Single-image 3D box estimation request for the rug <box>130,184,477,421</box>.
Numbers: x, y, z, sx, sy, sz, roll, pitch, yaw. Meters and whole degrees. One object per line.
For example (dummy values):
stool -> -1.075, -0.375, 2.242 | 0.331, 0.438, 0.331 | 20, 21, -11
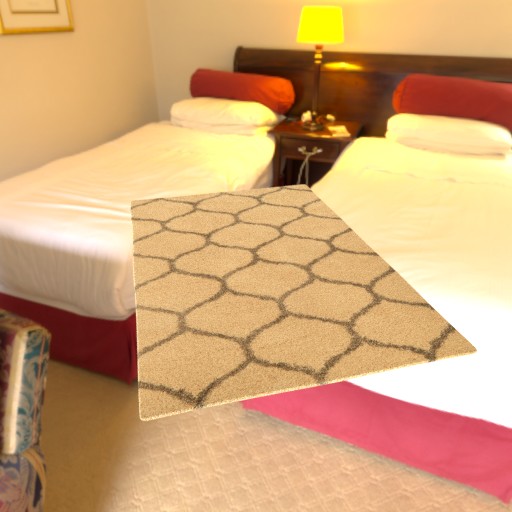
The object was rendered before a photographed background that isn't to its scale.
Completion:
rug -> 0.000, 0.000, 3.346 | 1.801, 0.026, 2.701 | -7, 30, -13
